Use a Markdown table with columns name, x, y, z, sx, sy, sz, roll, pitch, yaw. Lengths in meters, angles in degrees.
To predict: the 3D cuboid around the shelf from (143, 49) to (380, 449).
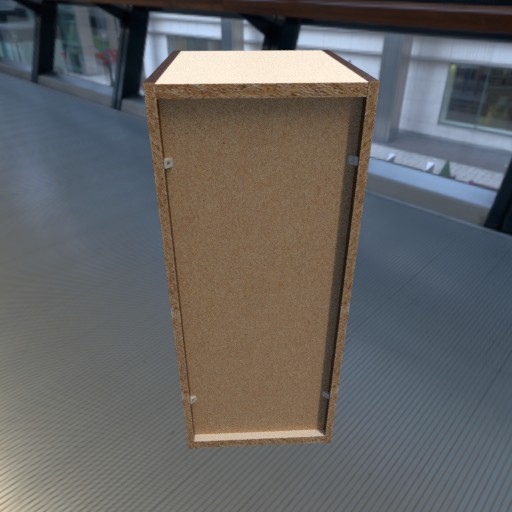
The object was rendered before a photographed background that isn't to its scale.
| name | x | y | z | sx | sy | sz | roll | pitch | yaw |
| --- | --- | --- | --- | --- | --- | --- | --- | --- | --- |
| shelf | 0.000 | 0.000 | 0.744 | 0.253 | 0.600 | 0.290 | -1 | 31 | -2 |
